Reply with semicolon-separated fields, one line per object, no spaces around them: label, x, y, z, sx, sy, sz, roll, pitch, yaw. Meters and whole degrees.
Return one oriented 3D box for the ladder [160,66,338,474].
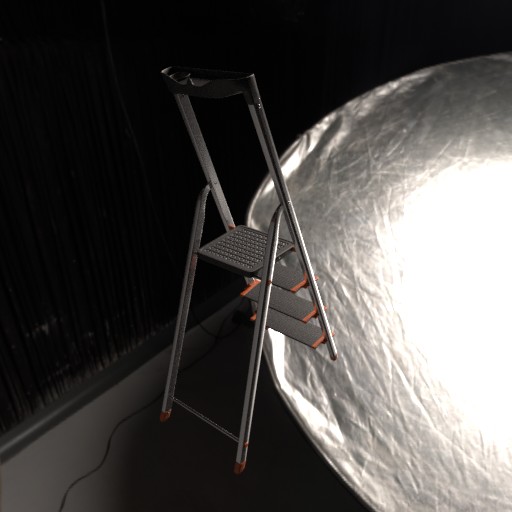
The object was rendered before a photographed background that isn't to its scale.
ladder;0.000;0.000;1.784;0.452;1.429;0.834;20;35;31
